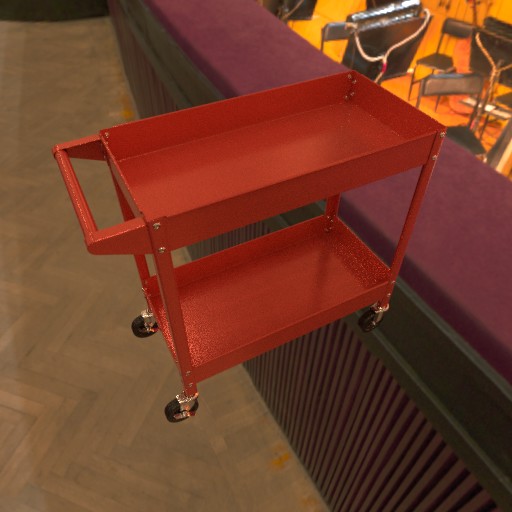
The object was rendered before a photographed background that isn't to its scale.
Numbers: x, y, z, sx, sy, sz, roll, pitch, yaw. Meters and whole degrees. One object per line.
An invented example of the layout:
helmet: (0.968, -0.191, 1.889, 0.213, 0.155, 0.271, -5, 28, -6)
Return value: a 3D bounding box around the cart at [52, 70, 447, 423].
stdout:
cart: (0.000, 0.000, 1.180, 0.779, 0.719, 0.366, -20, 49, -19)
